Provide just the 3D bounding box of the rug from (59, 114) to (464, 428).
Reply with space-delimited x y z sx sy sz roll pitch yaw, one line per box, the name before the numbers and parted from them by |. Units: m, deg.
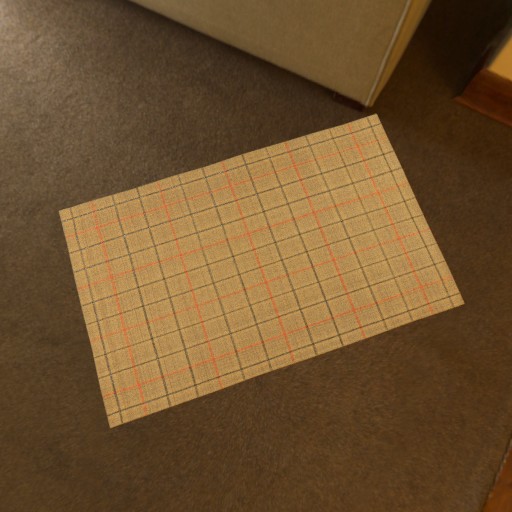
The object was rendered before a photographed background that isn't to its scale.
rug | 0.000 0.000 3.058 2.439 0.015 1.524 -18 76 -5
